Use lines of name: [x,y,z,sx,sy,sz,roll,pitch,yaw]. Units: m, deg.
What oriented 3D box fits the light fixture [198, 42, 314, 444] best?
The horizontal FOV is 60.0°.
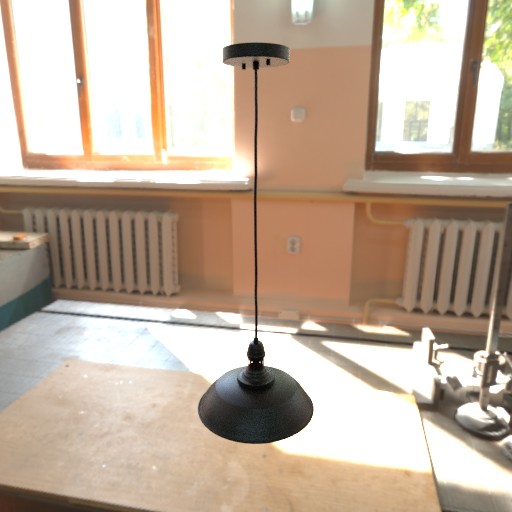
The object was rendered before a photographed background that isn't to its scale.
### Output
light fixture: [0.000,0.000,1.158,0.331,0.993,0.331,-13,20,-41]
